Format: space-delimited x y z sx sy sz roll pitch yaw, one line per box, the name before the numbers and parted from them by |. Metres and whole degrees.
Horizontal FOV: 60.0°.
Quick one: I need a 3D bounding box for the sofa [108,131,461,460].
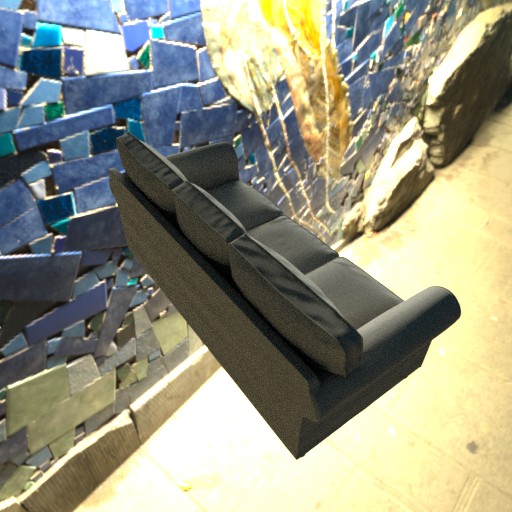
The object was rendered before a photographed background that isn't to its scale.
sofa | 0.000 0.000 2.586 0.916 0.961 2.084 -25 46 -26
